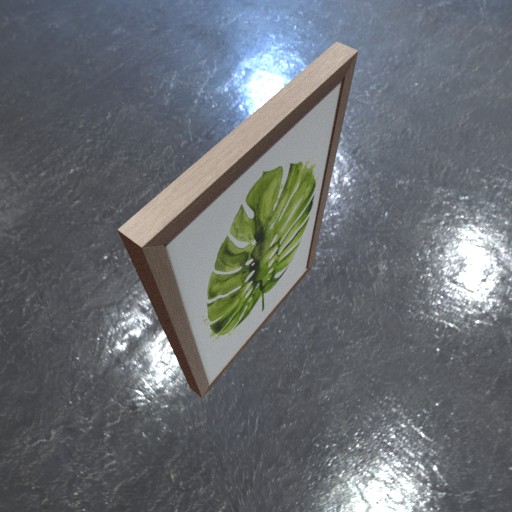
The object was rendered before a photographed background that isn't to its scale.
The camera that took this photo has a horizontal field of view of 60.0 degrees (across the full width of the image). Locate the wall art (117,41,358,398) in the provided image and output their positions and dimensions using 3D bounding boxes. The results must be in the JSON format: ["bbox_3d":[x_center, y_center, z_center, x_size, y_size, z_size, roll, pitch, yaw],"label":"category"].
[{"bbox_3d":[0.000,0.000,0.678,0.032,0.510,0.358,34,64,19],"label":"wall art"}]
